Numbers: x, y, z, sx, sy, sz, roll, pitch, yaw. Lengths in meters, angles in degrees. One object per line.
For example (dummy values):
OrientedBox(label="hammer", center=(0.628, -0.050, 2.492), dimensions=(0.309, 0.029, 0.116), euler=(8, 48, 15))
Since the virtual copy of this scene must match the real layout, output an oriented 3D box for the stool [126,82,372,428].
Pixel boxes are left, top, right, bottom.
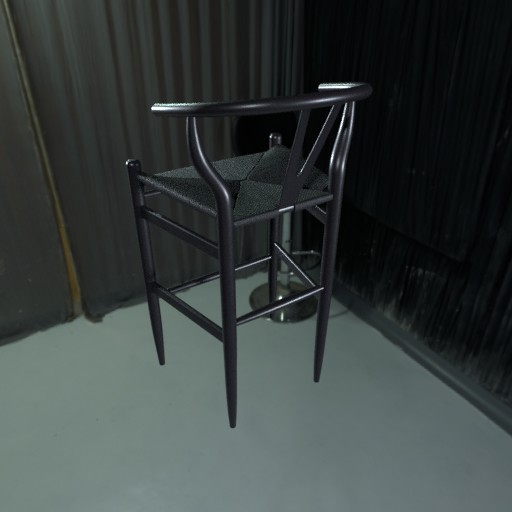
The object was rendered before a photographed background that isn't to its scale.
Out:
OrientedBox(label="stool", center=(0.000, 0.000, 1.400), dimensions=(0.569, 1.072, 0.579), euler=(-19, 35, -28))
